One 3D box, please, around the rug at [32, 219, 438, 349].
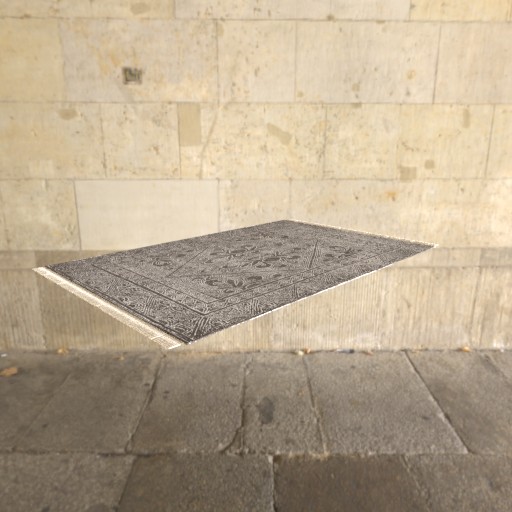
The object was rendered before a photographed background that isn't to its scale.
[{"bbox_3d":[0.000,0.000,3.073,2.440,0.010,1.529,-15,21,-43],"label":"rug"}]
